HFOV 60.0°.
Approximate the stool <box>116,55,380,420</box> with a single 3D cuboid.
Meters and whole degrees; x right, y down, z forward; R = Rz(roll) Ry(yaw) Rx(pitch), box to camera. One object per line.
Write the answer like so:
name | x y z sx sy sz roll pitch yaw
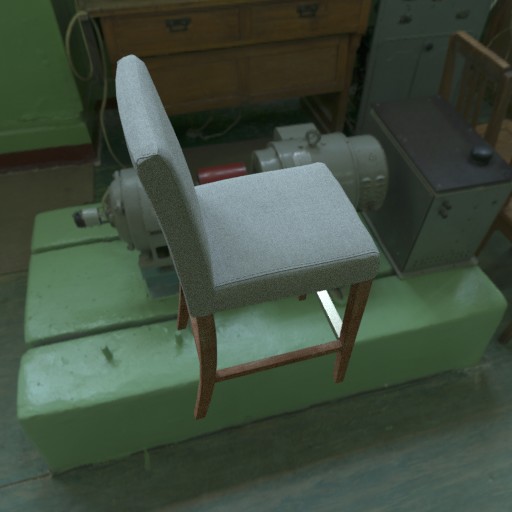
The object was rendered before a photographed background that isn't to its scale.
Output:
stool | 0.000 0.000 1.321 0.570 1.088 0.439 -12 48 -11
